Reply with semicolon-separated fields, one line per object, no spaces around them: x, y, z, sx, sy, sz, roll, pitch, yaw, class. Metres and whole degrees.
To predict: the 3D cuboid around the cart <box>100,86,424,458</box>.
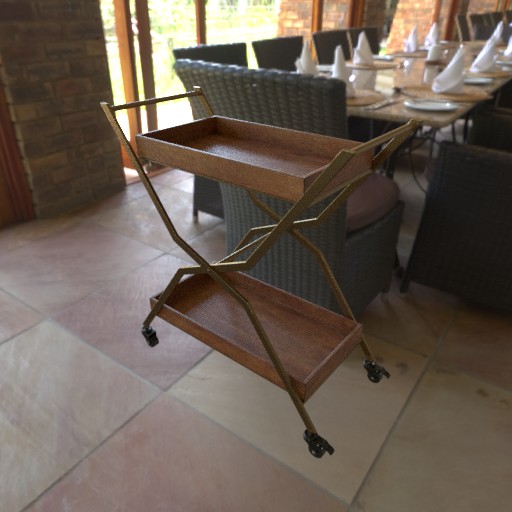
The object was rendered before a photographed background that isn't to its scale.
0.000;0.000;1.372;0.836;0.869;0.405;22;36;33;cart
